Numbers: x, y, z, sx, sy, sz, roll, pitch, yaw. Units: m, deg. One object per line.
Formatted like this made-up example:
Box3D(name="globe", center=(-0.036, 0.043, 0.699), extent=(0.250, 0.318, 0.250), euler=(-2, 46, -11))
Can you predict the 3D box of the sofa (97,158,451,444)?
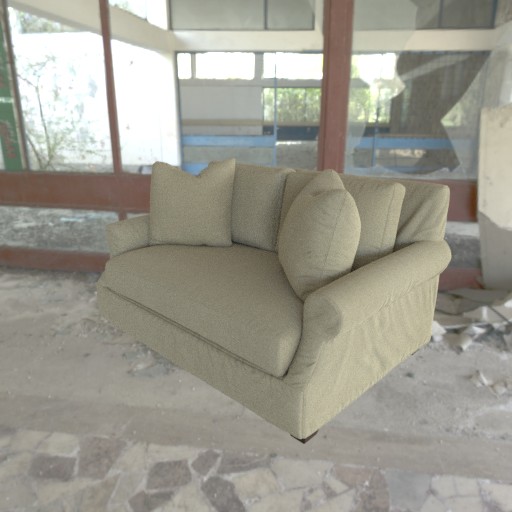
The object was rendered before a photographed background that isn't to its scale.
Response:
Box3D(name="sofa", center=(0.000, 0.000, 2.211), extent=(1.550, 0.905, 1.070), euler=(17, 24, 41))
